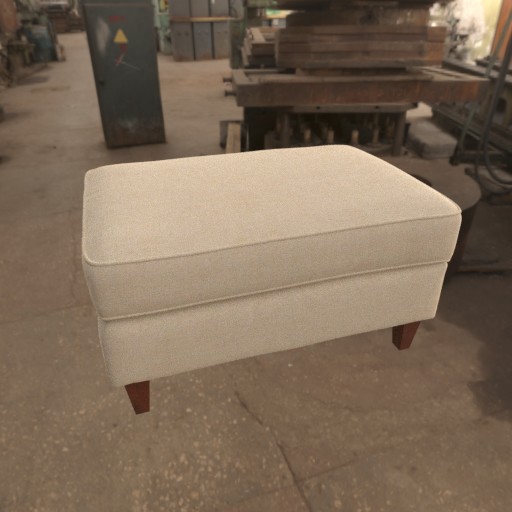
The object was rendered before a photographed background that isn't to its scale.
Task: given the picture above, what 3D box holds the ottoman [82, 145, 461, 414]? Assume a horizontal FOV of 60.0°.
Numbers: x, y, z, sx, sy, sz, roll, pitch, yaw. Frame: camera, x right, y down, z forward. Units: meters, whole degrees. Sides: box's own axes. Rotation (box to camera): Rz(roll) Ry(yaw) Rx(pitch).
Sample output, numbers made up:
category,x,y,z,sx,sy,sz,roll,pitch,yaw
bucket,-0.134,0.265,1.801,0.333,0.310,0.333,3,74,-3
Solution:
category,x,y,z,sx,sy,sz,roll,pitch,yaw
ottoman,0.000,0.000,1.244,0.862,0.484,0.583,-9,31,-15
